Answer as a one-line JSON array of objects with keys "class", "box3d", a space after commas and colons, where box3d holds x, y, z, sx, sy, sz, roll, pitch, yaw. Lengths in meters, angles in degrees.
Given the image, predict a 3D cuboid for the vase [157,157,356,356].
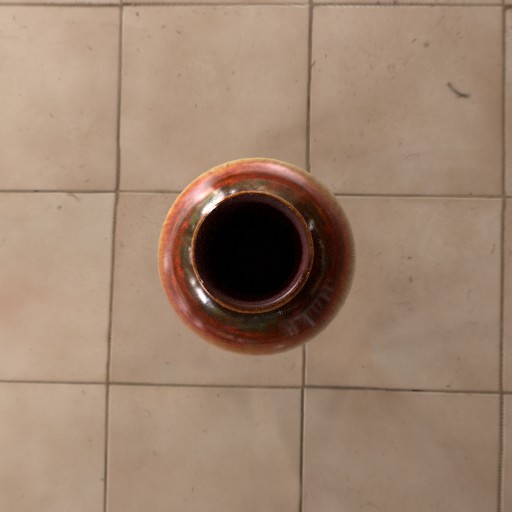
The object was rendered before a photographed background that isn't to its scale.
[{"class": "vase", "box3d": [0.000, 0.000, 0.224, 0.111, 0.154, 0.111, 0, 89, 1]}]
